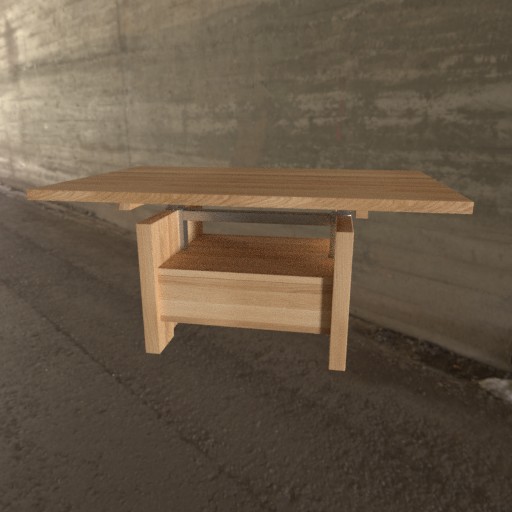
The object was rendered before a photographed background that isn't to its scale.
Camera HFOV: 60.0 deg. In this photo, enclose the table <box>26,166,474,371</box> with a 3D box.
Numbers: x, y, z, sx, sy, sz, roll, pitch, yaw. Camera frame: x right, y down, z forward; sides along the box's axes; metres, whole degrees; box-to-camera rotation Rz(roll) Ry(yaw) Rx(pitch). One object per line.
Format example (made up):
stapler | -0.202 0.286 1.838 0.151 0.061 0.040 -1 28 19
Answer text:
table | 0.000 0.000 1.471 1.100 0.510 0.700 3 17 10
